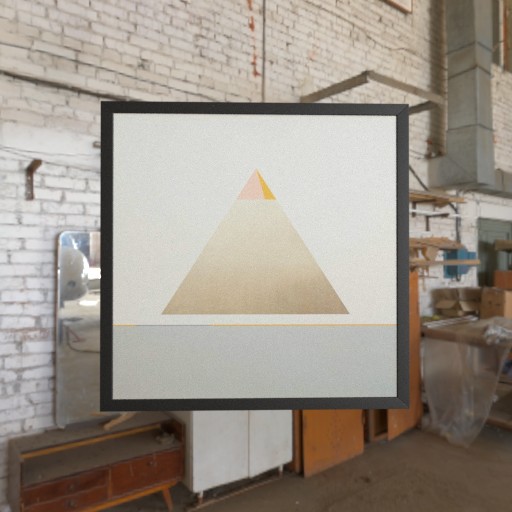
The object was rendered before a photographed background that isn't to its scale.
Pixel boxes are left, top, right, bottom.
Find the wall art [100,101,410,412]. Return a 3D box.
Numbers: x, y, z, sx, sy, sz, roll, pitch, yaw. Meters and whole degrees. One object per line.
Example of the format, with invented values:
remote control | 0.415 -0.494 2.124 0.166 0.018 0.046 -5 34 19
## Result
wall art | 0.000 0.000 0.749 0.513 0.511 0.028 0 0 -2
